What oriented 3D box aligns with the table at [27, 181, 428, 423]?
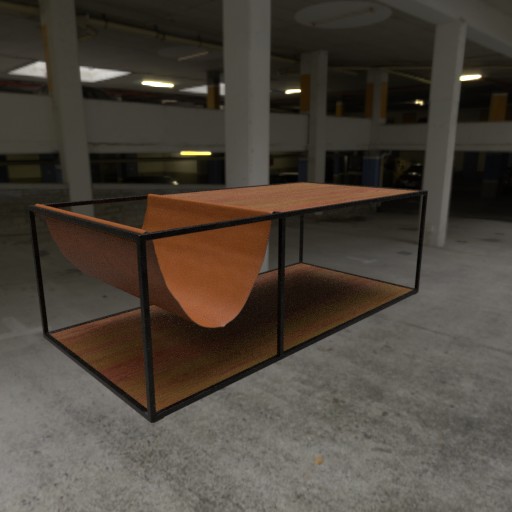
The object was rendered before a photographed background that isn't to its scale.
[{"bbox_3d":[0.000,0.000,1.482,1.199,0.403,0.597,-13,19,-43],"label":"table"}]
